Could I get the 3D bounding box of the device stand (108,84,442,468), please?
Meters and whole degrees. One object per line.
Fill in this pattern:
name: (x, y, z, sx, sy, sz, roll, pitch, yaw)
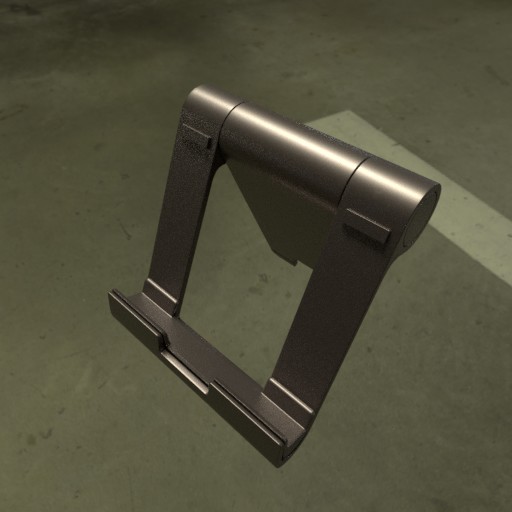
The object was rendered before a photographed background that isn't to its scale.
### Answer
device stand: (0.000, 0.000, 0.154, 0.088, 0.084, 0.079, 33, 54, 28)
